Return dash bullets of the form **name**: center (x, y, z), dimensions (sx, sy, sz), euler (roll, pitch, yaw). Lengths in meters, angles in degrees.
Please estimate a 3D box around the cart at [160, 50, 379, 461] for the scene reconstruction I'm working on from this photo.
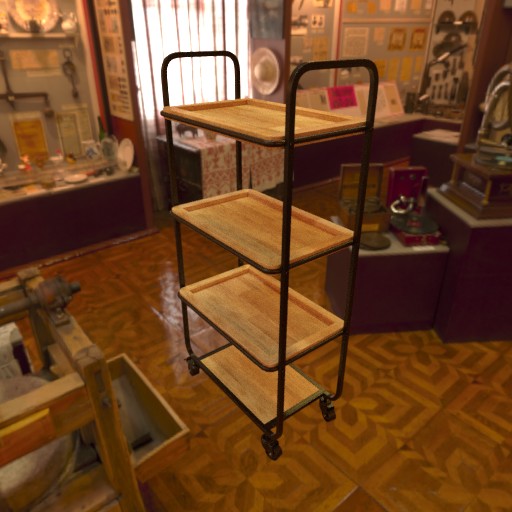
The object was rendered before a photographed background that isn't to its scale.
- **cart**: center (0.000, 0.000, 1.305), dimensions (0.321, 1.080, 0.545), euler (-20, 33, -33)
